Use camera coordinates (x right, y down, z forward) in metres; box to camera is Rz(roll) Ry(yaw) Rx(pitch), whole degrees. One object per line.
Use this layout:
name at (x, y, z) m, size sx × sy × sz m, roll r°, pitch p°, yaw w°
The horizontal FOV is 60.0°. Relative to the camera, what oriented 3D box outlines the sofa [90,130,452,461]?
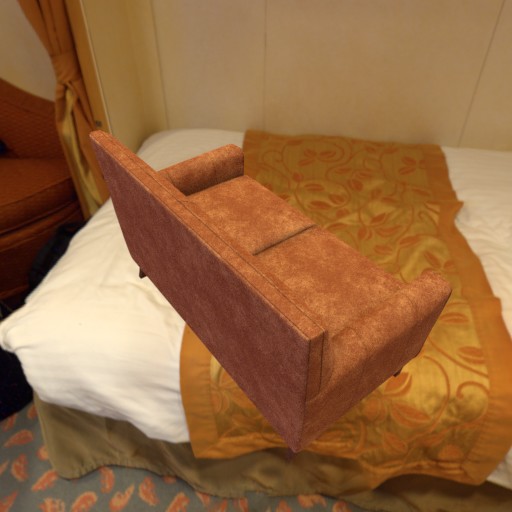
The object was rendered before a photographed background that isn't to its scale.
sofa at (0.000, 0.000, 2.014) m, size 0.787 × 0.871 × 1.473 m, roll -26°, pitch 47°, yaw -27°
